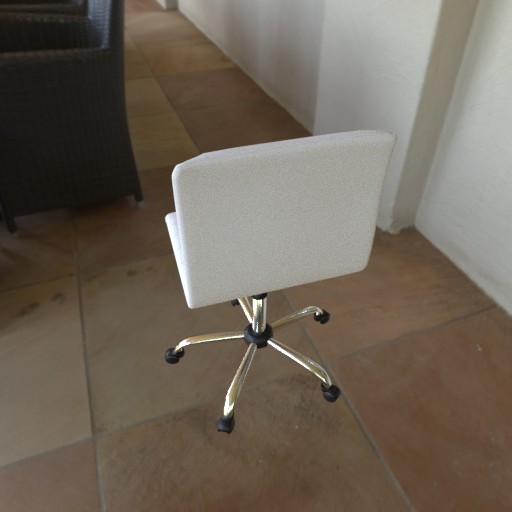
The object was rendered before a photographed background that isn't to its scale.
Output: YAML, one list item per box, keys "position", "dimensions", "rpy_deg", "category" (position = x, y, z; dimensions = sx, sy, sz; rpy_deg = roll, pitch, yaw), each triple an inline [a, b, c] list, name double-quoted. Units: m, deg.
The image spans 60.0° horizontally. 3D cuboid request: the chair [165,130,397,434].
- position: [0.000, 0.000, 1.064]
  dimensions: [0.520, 0.750, 0.455]
  rpy_deg: [-11, 42, -13]
  category: "chair"
